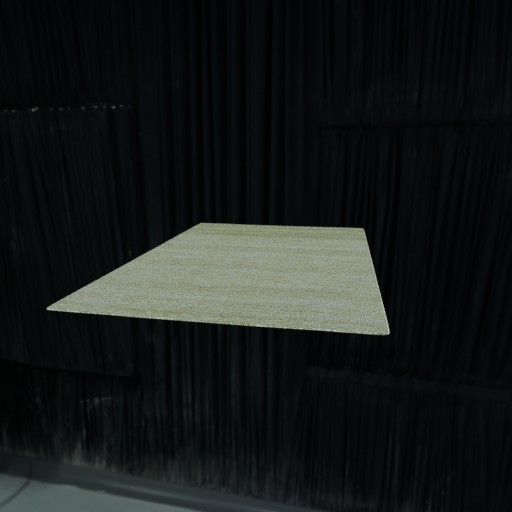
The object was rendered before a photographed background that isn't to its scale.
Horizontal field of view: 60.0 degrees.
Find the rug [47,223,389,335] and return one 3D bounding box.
[{"bbox_3d":[0.000,0.000,2.250,1.143,0.010,1.758,3,14,10],"label":"rug"}]
